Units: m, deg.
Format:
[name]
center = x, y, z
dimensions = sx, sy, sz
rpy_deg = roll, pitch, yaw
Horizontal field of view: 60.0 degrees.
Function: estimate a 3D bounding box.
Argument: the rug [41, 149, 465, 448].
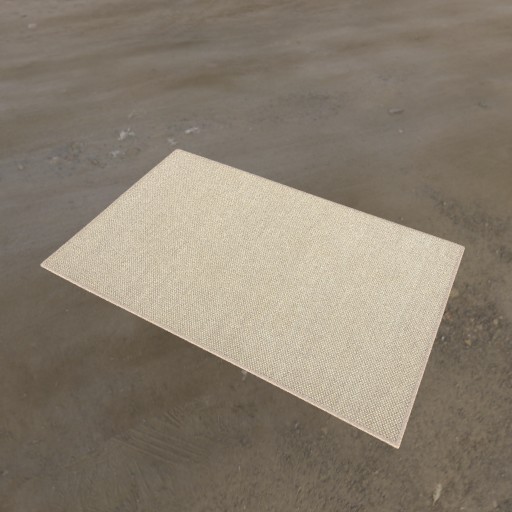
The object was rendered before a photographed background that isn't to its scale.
[rug]
center = 0.000, 0.000, 2.062
dimensions = 1.676, 0.013, 1.067
rpy_deg = 22, 51, 19
